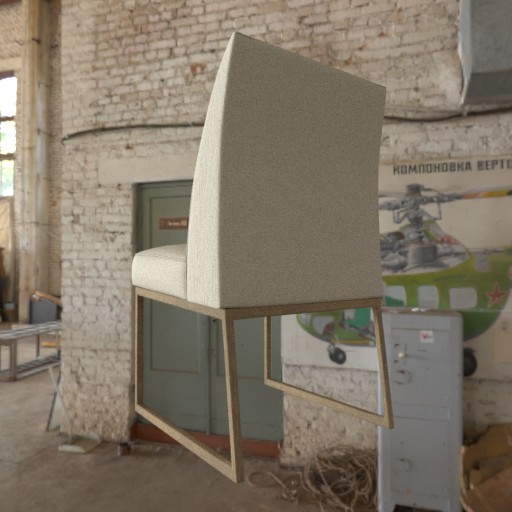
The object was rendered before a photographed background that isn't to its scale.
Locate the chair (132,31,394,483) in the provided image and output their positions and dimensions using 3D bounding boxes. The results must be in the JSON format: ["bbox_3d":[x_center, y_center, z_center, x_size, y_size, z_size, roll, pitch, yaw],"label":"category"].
[{"bbox_3d":[0.000,0.000,1.184,0.508,0.863,0.522,1,-1,-36],"label":"chair"}]
